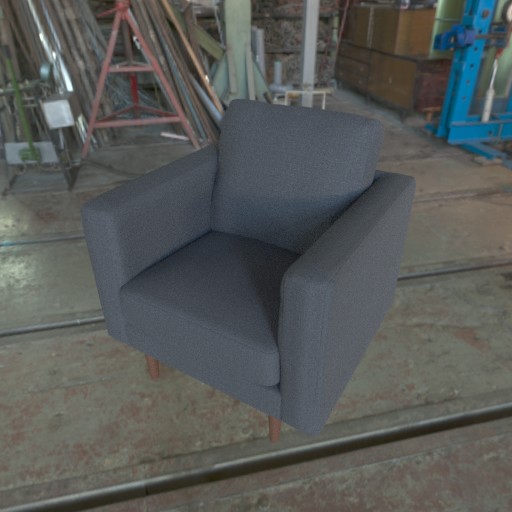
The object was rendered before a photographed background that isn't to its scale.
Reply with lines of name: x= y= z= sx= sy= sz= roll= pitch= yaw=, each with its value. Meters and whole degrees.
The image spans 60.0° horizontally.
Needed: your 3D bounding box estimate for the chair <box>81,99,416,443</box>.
chair: x=0.000 y=0.000 z=1.564 sx=0.854 sy=0.927 sz=0.800 roll=18 pitch=36 yaw=26
